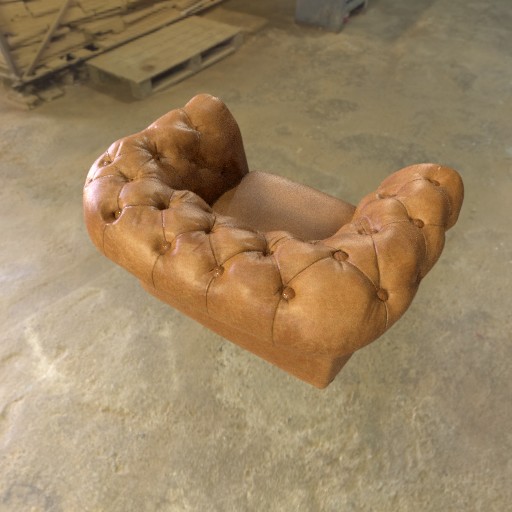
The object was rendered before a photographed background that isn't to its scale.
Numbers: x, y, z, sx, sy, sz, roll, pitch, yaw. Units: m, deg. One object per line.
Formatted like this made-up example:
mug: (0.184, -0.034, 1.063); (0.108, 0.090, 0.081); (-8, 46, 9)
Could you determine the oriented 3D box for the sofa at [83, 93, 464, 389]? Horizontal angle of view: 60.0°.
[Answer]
sofa: (0.000, 0.000, 1.976); (1.405, 0.878, 1.033); (25, 51, 22)
